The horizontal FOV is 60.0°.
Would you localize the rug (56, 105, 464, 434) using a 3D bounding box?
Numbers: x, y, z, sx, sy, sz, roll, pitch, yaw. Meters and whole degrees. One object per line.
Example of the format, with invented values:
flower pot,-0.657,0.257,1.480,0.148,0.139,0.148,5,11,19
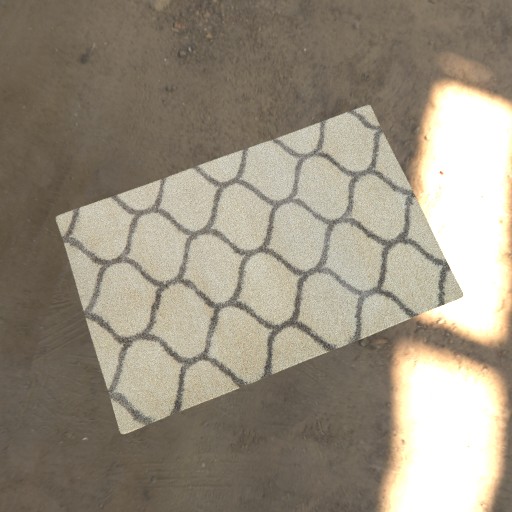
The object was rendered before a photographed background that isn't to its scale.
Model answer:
rug,0.000,0.000,2.957,2.348,0.024,1.501,-21,78,-5
